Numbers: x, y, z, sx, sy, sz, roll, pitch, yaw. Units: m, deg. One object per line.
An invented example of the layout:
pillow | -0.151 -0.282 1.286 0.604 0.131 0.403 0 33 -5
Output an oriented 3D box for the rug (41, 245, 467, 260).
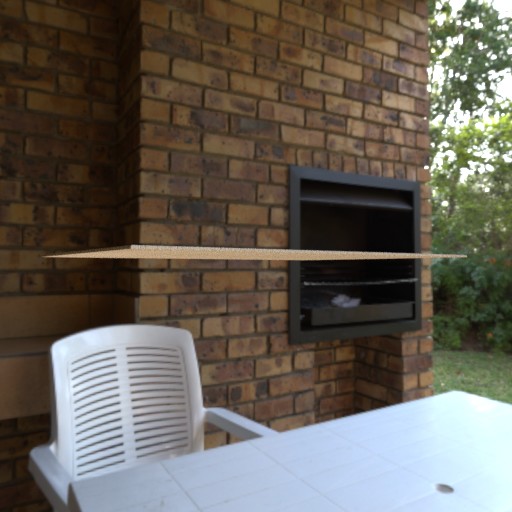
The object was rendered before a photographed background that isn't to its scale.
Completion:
rug | 0.000 0.000 2.731 2.144 0.013 1.509 1 -2 -36
